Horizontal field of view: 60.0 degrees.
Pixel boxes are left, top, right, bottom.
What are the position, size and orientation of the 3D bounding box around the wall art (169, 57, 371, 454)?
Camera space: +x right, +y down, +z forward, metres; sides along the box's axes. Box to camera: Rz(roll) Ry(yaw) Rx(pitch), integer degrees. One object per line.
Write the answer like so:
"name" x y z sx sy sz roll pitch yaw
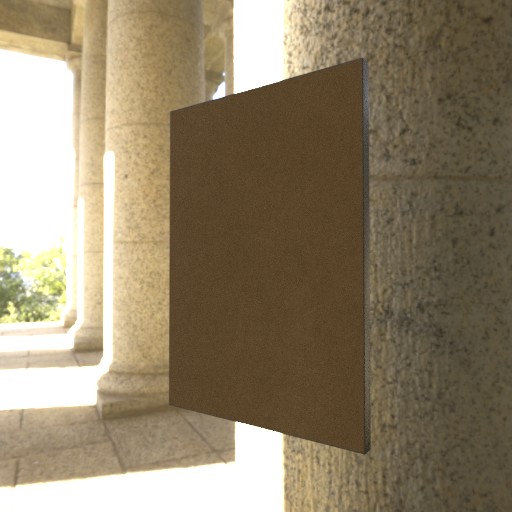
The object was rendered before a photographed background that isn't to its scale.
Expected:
"wall art" 0.000 0.000 0.605 0.314 0.455 0.019 -1 -2 35
